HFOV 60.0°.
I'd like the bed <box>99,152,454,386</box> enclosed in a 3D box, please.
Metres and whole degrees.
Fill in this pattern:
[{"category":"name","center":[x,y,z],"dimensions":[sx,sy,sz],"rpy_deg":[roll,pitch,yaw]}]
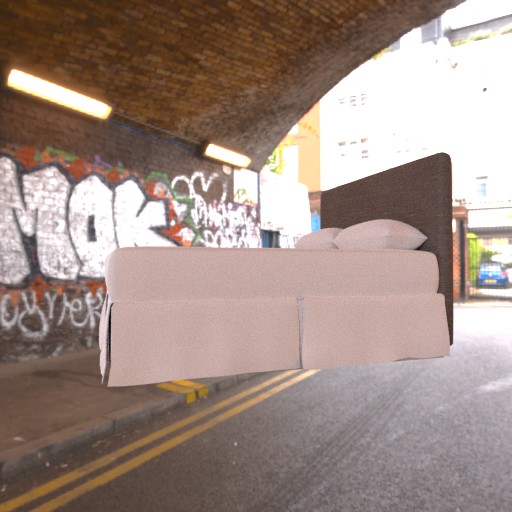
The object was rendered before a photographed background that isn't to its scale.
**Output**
[{"category":"bed","center":[0.000,0.000,3.218],"dimensions":[2.142,1.330,1.723],"rpy_deg":[0,-1,-19]}]
